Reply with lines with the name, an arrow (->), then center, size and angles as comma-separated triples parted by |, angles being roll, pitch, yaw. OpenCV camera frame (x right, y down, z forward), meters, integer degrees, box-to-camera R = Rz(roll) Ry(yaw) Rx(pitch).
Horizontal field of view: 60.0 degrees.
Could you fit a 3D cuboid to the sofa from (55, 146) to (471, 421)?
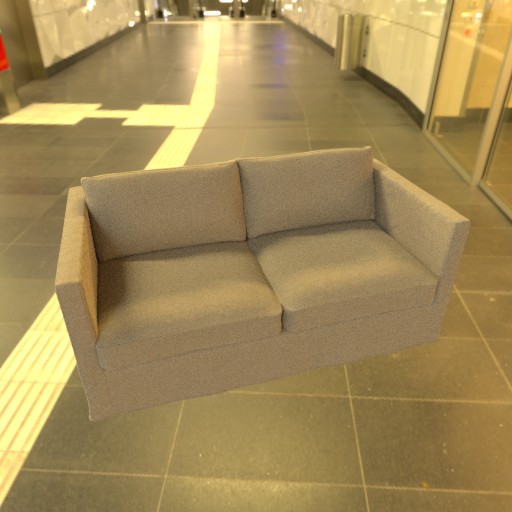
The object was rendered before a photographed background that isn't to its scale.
sofa -> 0.000, 0.000, 2.257 | 1.766, 0.828, 0.956 | -9, 33, -14
